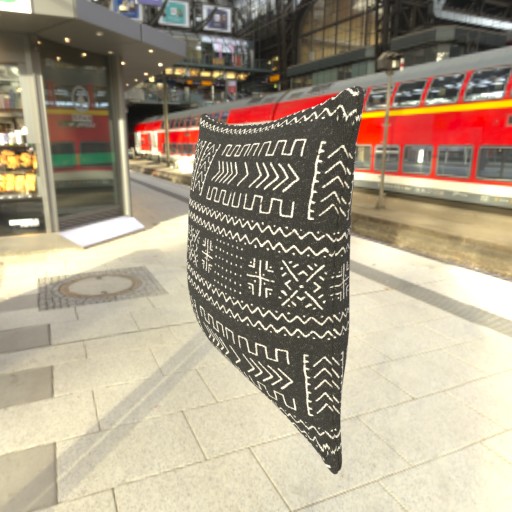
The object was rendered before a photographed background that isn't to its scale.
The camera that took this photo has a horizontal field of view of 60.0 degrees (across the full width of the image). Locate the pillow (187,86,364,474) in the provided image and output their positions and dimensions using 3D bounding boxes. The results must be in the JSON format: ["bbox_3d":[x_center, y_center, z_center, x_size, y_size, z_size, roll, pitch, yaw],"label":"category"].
[{"bbox_3d":[0.000,0.000,0.654,0.164,0.430,0.438,-7,16,-26],"label":"pillow"}]
